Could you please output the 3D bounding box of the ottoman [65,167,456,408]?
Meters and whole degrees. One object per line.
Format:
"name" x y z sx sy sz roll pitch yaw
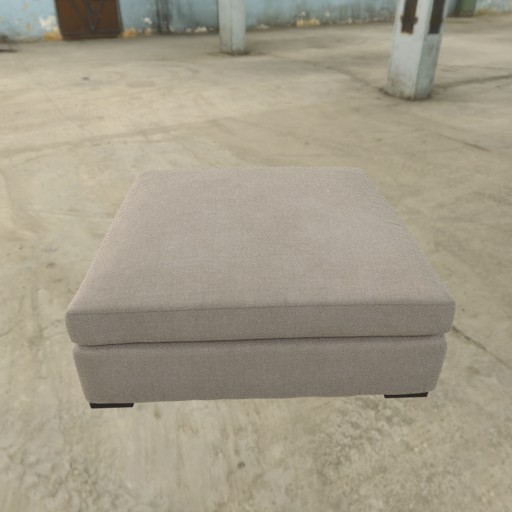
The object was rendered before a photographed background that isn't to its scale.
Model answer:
"ottoman" 0.000 0.000 1.842 1.203 0.517 1.171 -1 31 -2
